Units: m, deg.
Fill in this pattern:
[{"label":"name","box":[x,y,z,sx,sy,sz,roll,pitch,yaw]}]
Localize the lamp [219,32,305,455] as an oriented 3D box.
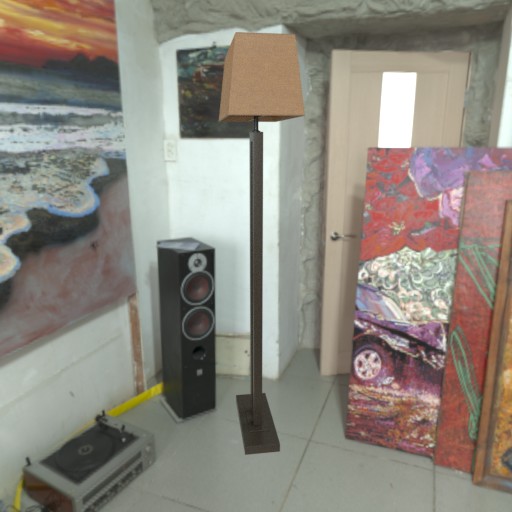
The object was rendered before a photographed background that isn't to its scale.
[{"label":"lamp","box":[0.000,0.000,1.682,0.233,1.469,0.475,-2,15,-8]}]
